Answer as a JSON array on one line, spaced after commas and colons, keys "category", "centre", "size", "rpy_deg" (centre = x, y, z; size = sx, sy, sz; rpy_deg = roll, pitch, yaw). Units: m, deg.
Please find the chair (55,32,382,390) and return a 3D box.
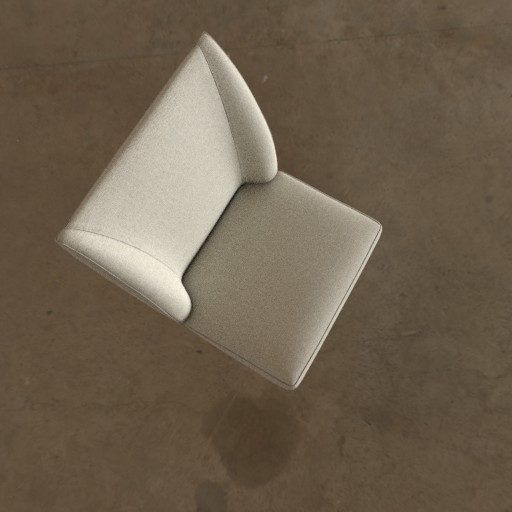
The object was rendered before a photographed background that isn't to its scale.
[{"category": "chair", "centre": [0.000, 0.000, 1.159], "size": [0.522, 0.863, 0.508], "rpy_deg": [30, 79, 7]}]
